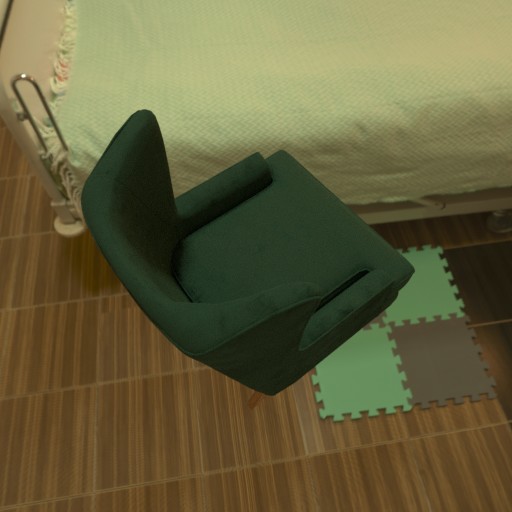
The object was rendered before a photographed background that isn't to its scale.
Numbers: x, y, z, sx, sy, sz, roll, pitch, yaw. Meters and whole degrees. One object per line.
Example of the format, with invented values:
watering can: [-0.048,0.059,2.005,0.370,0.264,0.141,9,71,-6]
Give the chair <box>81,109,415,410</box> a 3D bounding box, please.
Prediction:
chair: [0.000,0.000,1.600,0.910,0.952,0.793,-34,64,-19]
